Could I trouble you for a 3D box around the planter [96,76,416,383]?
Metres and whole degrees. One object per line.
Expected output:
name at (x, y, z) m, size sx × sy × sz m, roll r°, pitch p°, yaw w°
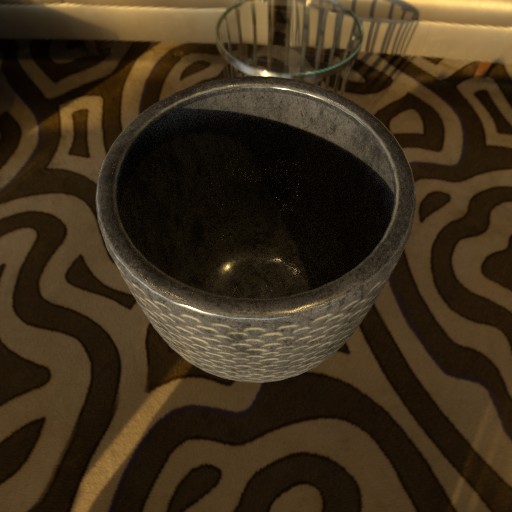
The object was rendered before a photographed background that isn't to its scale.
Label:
planter at (0.000, 0.000, 0.352) m, size 0.197 × 0.191 × 0.197 m, roll 0°, pitch 58°, yaw 0°
